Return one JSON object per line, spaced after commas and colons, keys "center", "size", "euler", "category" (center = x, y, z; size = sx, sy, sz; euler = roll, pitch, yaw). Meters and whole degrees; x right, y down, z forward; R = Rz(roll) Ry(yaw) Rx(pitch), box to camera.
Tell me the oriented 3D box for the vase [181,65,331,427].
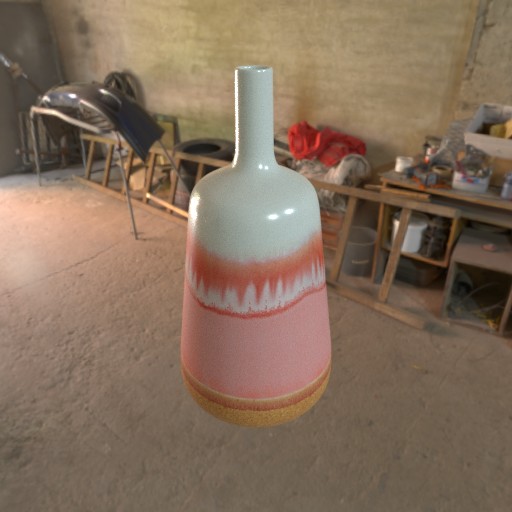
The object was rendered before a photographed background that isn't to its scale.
{"center": [0.000, 0.000, 0.376], "size": [0.144, 0.296, 0.144], "euler": [0, 29, 0], "category": "vase"}
